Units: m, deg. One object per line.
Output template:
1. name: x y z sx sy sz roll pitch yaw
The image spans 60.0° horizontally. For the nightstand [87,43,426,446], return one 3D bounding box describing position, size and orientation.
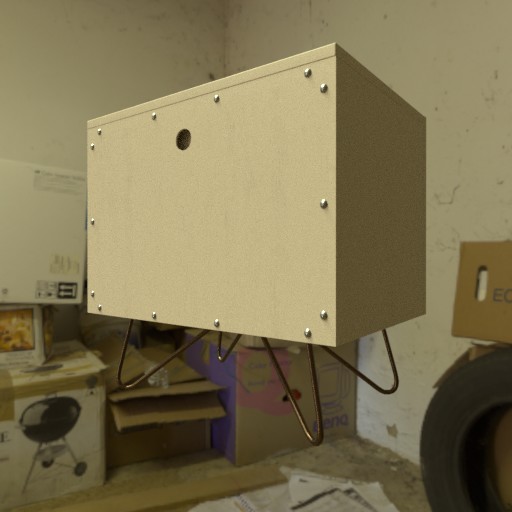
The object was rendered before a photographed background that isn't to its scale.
1. nightstand: 0.000 0.000 0.985 0.614 0.604 0.447 0 0 37
